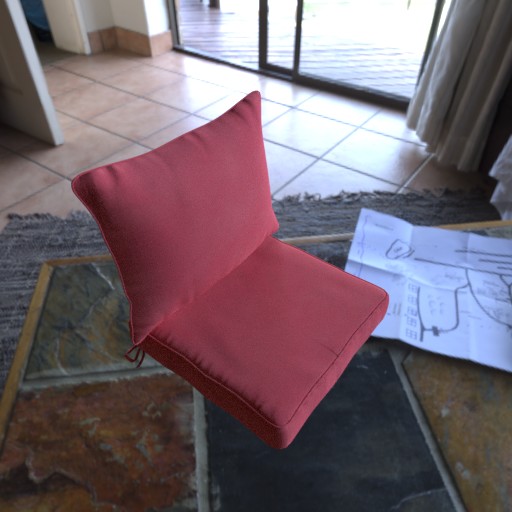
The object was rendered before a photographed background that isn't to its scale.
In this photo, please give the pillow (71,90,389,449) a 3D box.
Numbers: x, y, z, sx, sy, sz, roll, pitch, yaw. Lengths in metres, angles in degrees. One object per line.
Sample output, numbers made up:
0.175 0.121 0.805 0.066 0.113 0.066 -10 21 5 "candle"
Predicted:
0.000 0.000 1.420 0.733 0.725 0.798 27 48 28 "pillow"
